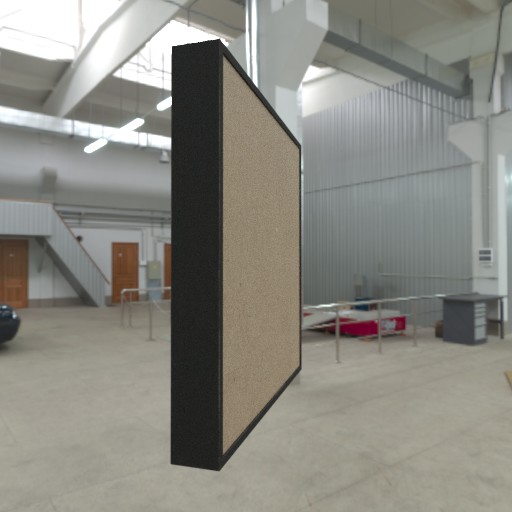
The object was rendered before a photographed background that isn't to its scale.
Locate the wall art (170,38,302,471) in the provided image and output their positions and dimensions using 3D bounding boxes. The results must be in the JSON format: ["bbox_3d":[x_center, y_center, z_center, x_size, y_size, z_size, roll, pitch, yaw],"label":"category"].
[{"bbox_3d":[0.000,0.000,0.463,0.038,0.305,0.305,0,-1,17],"label":"wall art"}]
